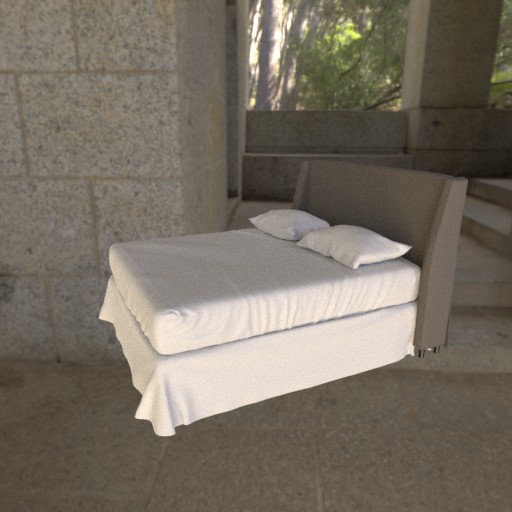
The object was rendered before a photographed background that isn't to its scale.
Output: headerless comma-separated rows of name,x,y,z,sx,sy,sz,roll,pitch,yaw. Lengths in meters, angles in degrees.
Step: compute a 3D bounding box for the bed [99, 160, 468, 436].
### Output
bed,0.000,0.000,3.489,2.276,1.332,1.925,-8,18,-25
